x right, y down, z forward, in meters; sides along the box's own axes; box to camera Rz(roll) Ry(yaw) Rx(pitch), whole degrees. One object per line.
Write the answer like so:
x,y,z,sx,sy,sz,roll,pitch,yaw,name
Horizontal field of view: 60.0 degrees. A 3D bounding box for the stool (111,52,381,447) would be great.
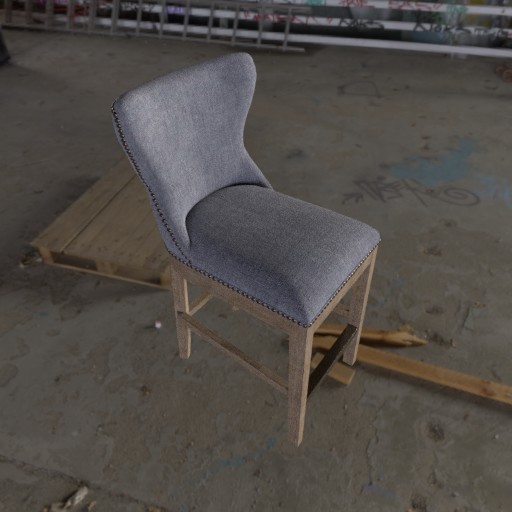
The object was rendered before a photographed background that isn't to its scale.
0.000,0.000,1.319,0.608,0.981,0.498,25,46,27,stool
